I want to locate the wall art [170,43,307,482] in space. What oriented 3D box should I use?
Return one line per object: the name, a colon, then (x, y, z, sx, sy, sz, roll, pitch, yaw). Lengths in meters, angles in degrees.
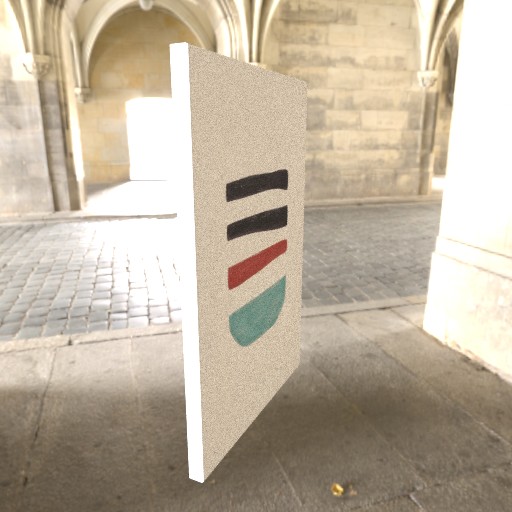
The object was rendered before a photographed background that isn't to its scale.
wall art: (0.000, 0.000, 1.154, 0.038, 0.912, 0.607, 7, 16, 25)
